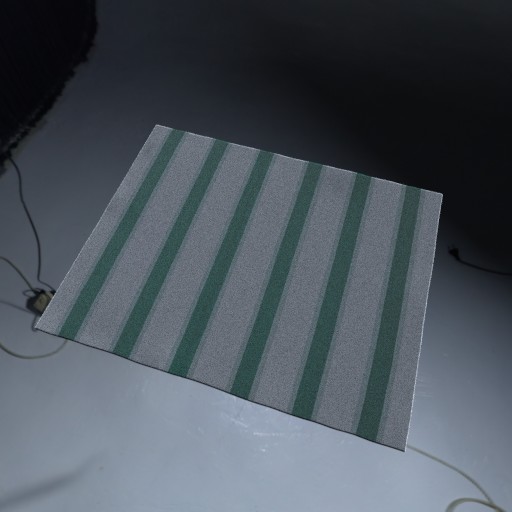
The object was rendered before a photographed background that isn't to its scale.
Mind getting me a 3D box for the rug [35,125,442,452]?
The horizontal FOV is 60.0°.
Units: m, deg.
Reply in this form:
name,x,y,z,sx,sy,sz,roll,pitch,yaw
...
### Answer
name,x,y,z,sx,sy,sz,roll,pitch,yaw
rug,0.000,0.000,3.974,3.041,0.019,2.434,16,62,9
